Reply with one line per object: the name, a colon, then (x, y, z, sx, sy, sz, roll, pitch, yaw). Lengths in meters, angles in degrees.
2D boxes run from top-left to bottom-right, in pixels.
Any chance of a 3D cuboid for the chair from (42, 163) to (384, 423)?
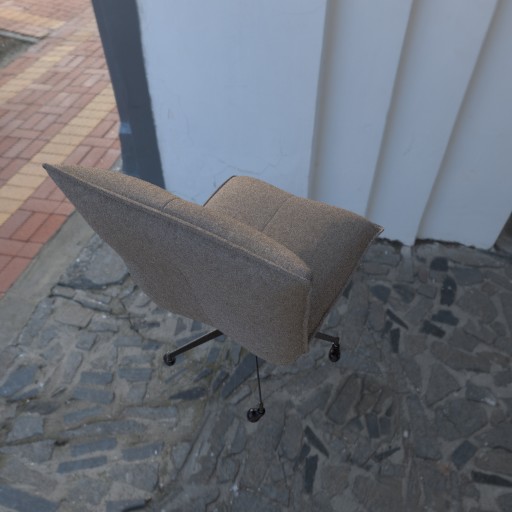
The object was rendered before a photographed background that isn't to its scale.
chair: (0.000, 0.000, 1.256, 0.597, 0.811, 0.696, 23, 51, 21)
